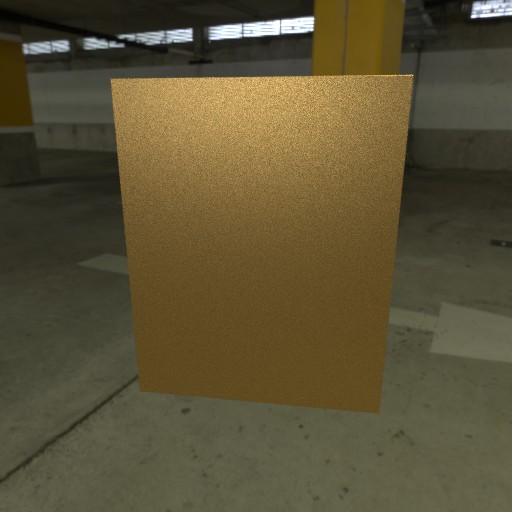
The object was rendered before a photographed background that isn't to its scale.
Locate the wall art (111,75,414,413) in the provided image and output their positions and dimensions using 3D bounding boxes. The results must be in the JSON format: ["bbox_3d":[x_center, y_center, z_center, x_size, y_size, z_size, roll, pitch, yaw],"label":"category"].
[{"bbox_3d":[0.000,0.000,1.018,0.610,0.762,0.038,3,18,8],"label":"wall art"}]
